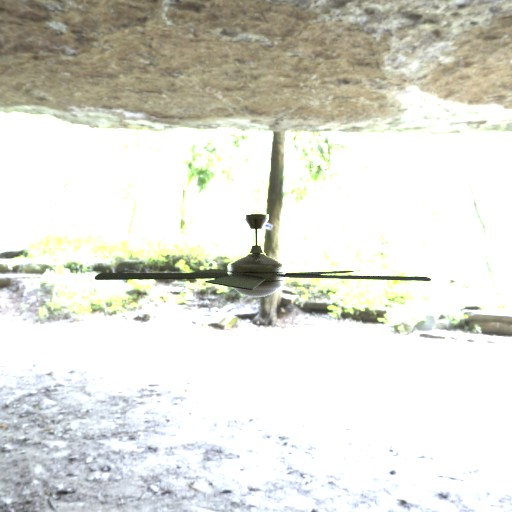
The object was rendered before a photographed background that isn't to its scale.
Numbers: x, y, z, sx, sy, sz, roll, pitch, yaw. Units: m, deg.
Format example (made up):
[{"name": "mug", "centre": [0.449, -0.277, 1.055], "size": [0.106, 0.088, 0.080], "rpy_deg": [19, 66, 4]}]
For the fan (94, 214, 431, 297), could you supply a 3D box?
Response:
[{"name": "fan", "centre": [0.000, 0.000, 1.920], "size": [1.321, 0.356, 1.321], "rpy_deg": [0, 0, -18]}]
